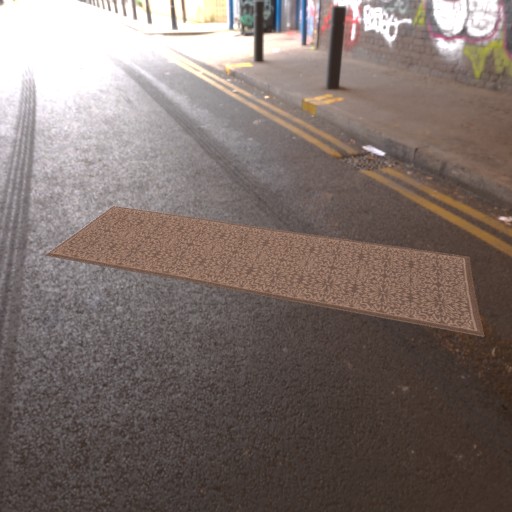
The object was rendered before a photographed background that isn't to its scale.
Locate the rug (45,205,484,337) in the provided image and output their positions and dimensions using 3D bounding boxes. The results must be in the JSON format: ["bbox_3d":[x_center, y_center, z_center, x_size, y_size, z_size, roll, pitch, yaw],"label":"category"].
[{"bbox_3d":[0.000,0.000,2.391,2.196,0.011,0.662,9,33,15],"label":"rug"}]
